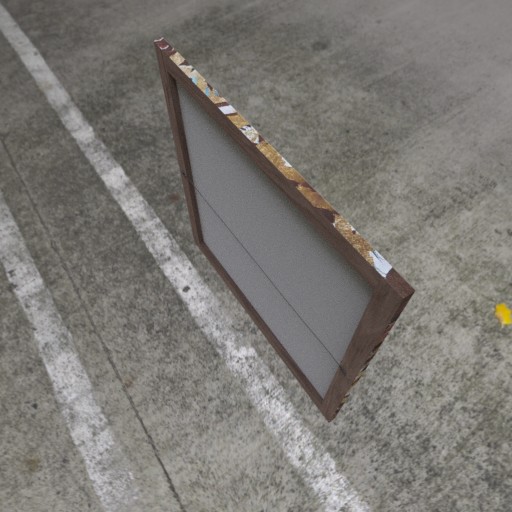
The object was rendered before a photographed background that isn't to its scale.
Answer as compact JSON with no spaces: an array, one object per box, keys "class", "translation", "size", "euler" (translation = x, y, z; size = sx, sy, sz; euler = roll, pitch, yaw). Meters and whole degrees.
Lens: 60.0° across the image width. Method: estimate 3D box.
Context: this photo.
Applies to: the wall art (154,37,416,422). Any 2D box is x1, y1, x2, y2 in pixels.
[{"class":"wall art","translation":[0.000,0.000,1.110],"size":[0.028,0.762,0.757],"euler":[-30,62,-18]}]
